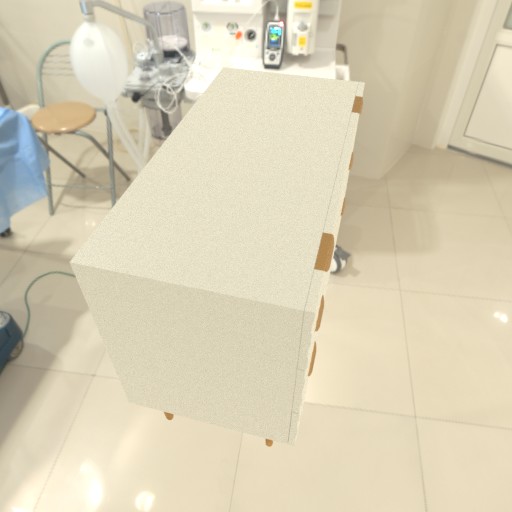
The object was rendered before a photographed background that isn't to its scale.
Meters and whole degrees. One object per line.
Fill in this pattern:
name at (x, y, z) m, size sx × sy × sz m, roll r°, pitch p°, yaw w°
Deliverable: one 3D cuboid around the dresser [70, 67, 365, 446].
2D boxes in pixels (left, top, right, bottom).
dresser at (0.000, 0.000, 1.323) m, size 0.457 × 0.721 × 0.905 m, roll 11°, pitch 46°, yaw 11°
